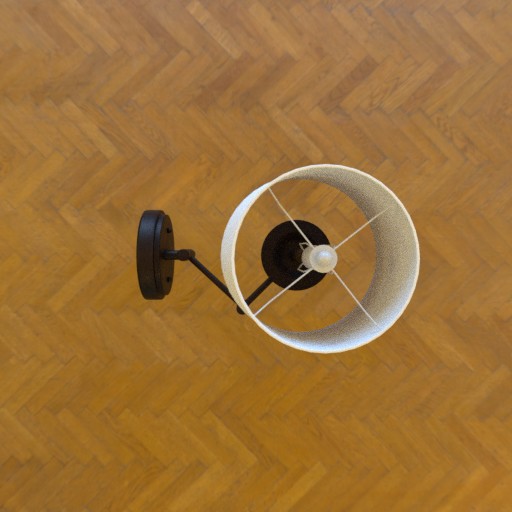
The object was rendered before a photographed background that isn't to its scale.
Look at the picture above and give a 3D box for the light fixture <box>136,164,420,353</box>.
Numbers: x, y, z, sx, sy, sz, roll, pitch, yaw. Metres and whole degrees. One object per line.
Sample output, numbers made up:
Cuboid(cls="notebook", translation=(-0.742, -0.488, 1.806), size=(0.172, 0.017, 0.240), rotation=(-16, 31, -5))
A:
Cuboid(cls="light fixture", translation=(0.000, 0.000, 0.270), size=(0.157, 0.172, 0.100), rotation=(0, 91, -1))
